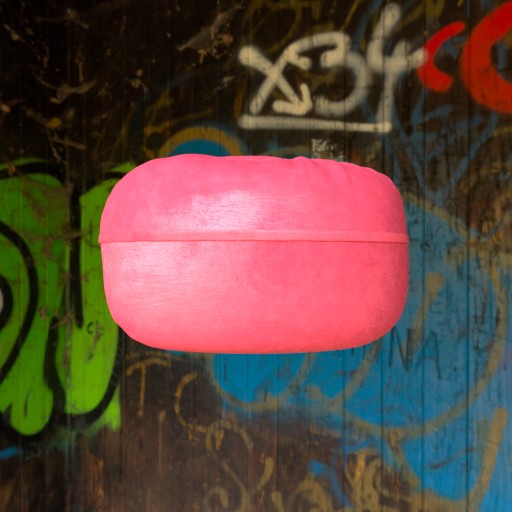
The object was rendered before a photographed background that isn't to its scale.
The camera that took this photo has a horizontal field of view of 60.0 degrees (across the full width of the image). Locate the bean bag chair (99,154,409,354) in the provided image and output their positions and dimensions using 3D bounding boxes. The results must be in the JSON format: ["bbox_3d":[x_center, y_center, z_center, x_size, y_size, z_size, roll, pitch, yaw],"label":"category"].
[{"bbox_3d":[0.000,0.000,2.437,1.524,0.878,1.524,0,0,0],"label":"bean bag chair"}]
